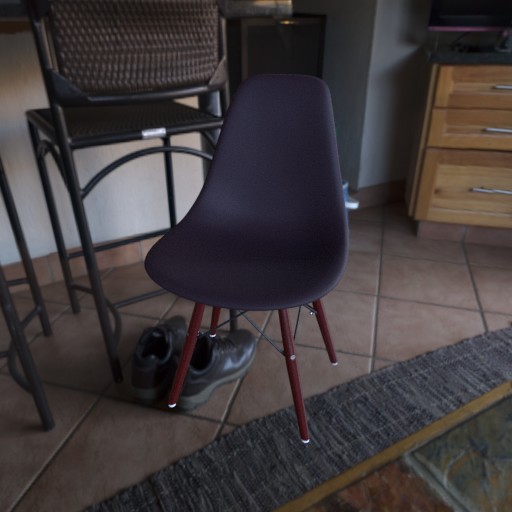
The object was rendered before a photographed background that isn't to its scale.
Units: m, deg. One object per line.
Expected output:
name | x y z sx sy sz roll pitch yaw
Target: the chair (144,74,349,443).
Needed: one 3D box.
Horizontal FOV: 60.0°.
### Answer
chair | 0.000 0.000 1.143 0.470 0.826 0.533 8 29 16
